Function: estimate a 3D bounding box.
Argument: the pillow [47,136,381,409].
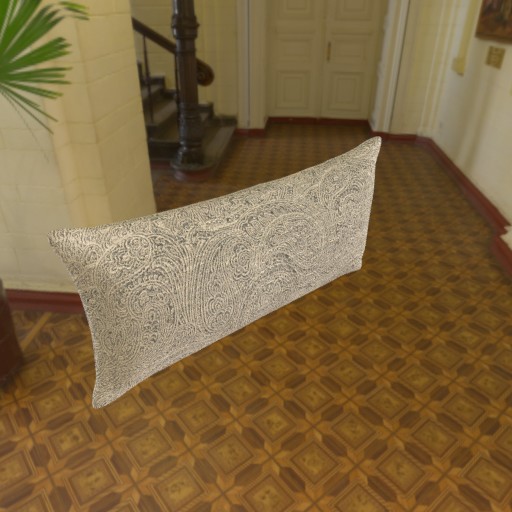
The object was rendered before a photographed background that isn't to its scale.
[{"bbox_3d":[0.000,0.000,0.745,0.615,0.295,0.151,-23,38,-33],"label":"pillow"}]
